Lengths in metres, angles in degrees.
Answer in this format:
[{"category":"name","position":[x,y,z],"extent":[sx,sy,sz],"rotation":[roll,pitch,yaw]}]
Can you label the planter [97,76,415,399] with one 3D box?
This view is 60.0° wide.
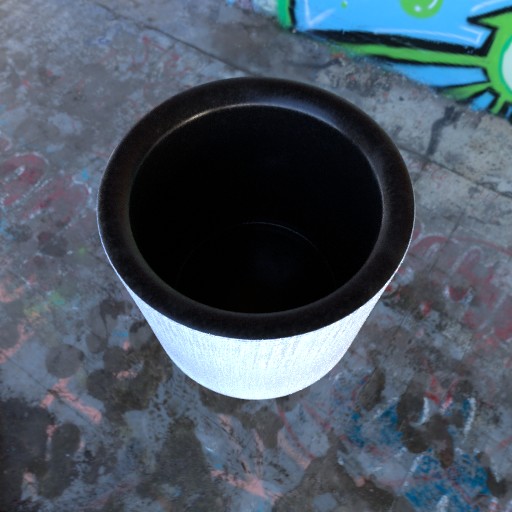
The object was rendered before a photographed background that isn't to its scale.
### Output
[{"category":"planter","position":[0.000,0.000,0.288],"extent":[0.160,0.156,0.160],"rotation":[0,63,0]}]
